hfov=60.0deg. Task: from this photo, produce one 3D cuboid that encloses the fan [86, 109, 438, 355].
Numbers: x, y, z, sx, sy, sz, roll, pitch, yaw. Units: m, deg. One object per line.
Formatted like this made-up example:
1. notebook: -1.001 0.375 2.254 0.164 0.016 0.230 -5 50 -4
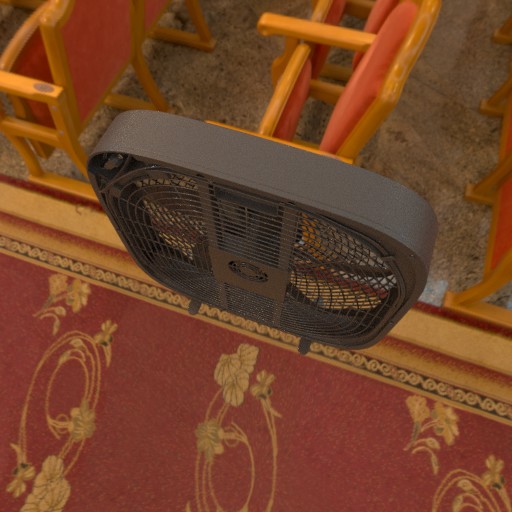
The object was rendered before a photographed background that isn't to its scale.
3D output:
1. fan: 0.000 0.000 0.794 0.526 0.533 0.142 18 65 9
